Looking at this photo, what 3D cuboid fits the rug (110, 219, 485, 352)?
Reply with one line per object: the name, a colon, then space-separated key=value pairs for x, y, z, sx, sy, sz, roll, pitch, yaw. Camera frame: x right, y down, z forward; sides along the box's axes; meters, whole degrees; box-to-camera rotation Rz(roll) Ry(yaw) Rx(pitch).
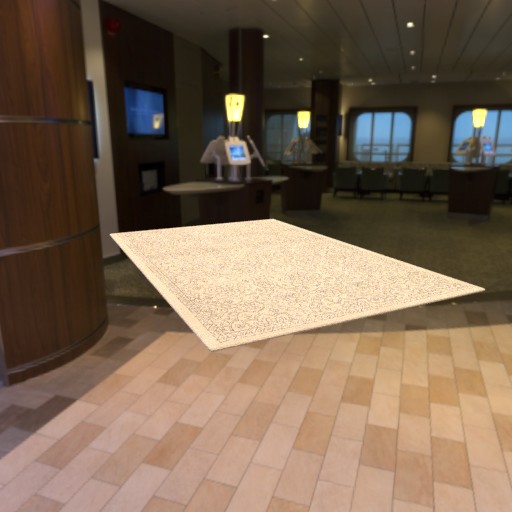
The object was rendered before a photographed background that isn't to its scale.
rug: x=0.000 y=0.000 z=2.363 sx=1.219 sy=0.010 sz=1.829 roll=-7 pitch=17 yaw=-26
